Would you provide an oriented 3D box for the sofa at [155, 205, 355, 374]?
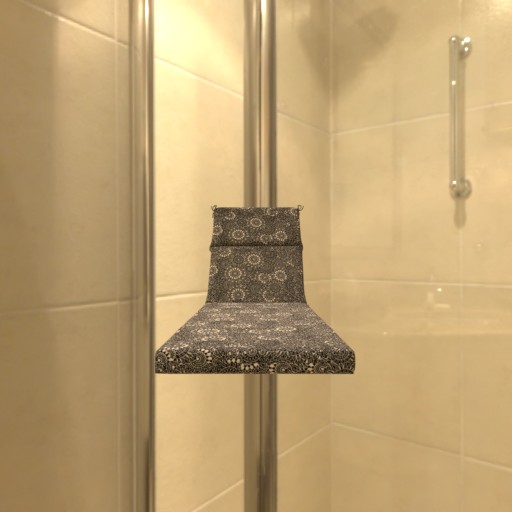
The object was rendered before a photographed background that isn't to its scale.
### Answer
[{"bbox_3d":[0.000,0.000,1.950,0.582,0.622,1.663,0,0,0],"label":"sofa"}]
